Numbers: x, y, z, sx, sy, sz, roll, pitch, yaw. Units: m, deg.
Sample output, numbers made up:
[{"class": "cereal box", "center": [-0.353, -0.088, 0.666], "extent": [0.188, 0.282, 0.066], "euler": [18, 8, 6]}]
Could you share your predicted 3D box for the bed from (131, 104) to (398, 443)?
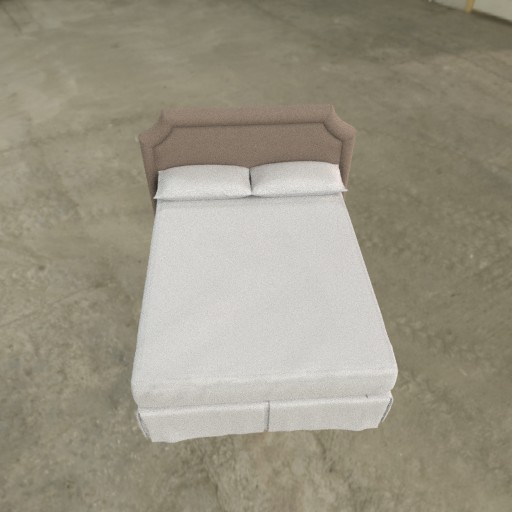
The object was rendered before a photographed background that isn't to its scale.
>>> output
[{"class": "bed", "center": [0.000, 0.000, 3.289], "extent": [1.828, 1.303, 2.164], "euler": [-3, 46, -3]}]
